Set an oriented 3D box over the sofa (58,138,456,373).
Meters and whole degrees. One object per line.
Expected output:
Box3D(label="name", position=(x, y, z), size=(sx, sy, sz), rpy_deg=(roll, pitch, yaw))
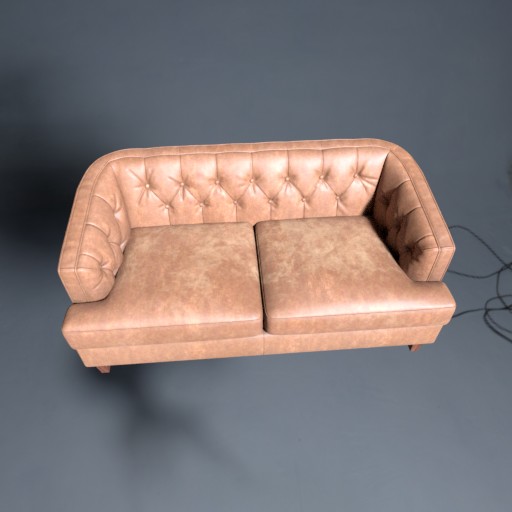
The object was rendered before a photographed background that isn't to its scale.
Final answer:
Box3D(label="sofa", position=(0.000, 0.000, 2.289), size=(1.755, 0.786, 0.914), rpy_deg=(-3, 47, -3))
